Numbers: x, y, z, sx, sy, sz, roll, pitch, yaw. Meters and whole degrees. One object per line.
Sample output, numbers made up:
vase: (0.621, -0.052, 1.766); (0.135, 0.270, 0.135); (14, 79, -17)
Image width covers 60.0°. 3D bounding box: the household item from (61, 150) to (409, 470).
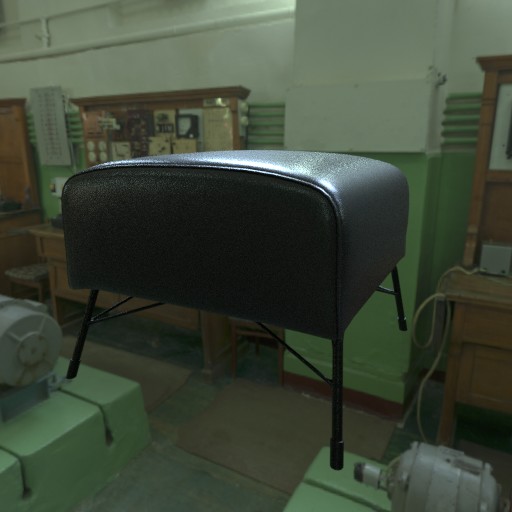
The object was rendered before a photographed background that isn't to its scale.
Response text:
household item: (0.000, 0.000, 0.882); (0.530, 0.410, 0.530); (7, 16, 27)
